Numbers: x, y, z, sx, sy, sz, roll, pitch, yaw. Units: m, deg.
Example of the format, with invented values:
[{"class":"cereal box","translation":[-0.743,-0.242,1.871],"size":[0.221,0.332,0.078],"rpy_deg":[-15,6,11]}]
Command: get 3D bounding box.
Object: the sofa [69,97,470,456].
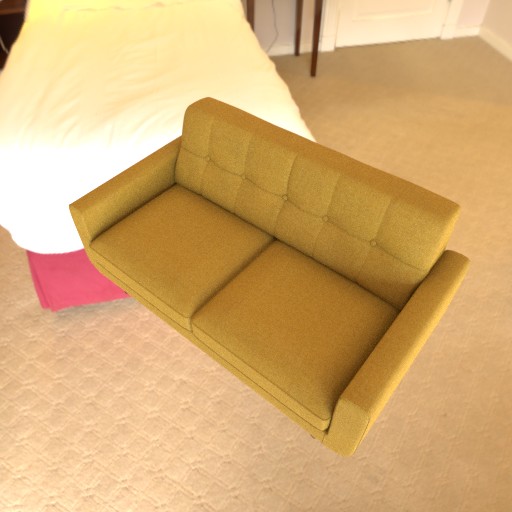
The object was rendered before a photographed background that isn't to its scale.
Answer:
[{"class":"sofa","translation":[0.000,0.000,2.088],"size":[1.631,0.841,0.909],"rpy_deg":[31,55,25]}]
